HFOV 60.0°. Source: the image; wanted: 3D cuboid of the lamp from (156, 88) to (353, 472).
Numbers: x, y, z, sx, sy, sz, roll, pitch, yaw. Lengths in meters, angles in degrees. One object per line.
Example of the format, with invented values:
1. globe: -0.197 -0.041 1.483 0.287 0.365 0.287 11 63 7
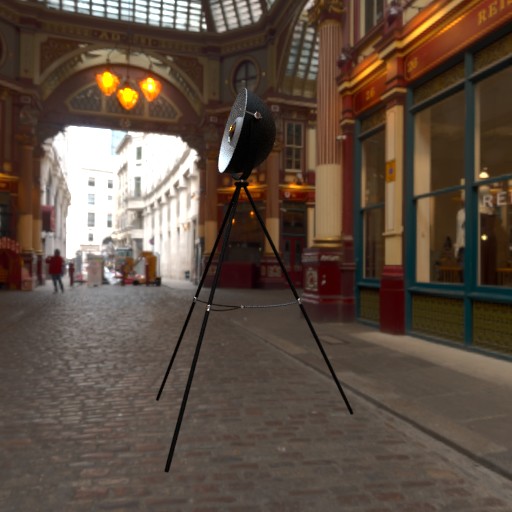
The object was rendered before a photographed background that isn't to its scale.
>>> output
1. lamp: 0.000 0.000 2.064 0.920 1.512 0.817 0 0 -17
